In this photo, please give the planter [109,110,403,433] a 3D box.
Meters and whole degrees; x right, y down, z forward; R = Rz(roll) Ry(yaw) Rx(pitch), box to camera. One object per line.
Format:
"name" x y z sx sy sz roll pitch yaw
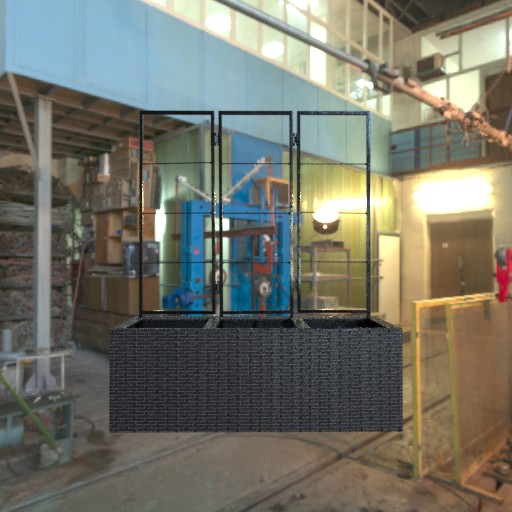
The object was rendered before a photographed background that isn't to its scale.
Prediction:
"planter" 0.000 0.000 1.175 0.699 0.841 0.244 0 -1 -1
